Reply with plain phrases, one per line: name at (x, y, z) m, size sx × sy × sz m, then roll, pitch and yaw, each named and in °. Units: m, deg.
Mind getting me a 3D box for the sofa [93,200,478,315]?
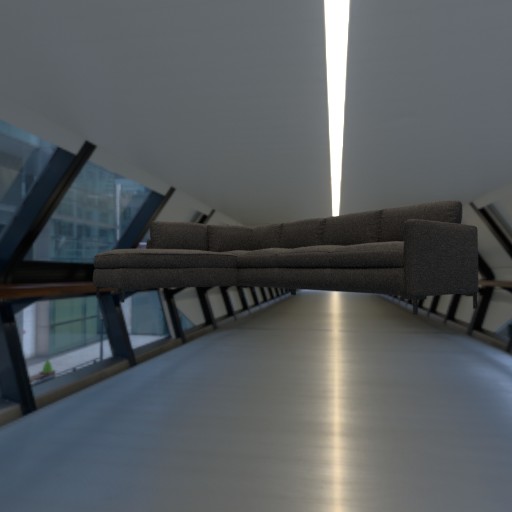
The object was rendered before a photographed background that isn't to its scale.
sofa at (0.000, 0.000, 3.884) m, size 2.007 × 0.815 × 2.949 m, roll 1°, pitch -2°, yaw -35°
